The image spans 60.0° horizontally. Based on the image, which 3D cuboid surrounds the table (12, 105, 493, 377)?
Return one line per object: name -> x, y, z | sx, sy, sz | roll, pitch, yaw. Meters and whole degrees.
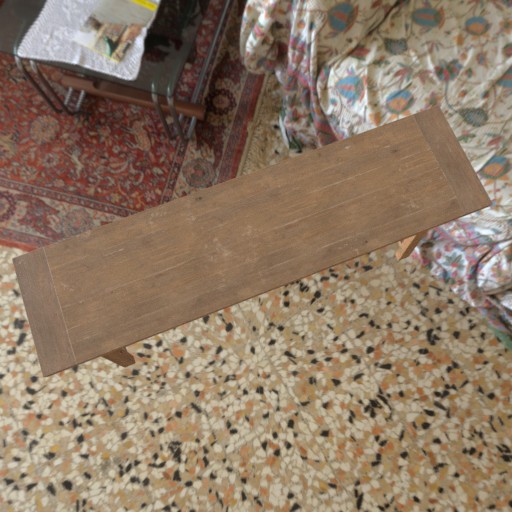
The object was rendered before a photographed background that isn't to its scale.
table -> 0.000, 0.000, 2.093 | 1.800, 0.810, 0.465 | -21, 77, -5
